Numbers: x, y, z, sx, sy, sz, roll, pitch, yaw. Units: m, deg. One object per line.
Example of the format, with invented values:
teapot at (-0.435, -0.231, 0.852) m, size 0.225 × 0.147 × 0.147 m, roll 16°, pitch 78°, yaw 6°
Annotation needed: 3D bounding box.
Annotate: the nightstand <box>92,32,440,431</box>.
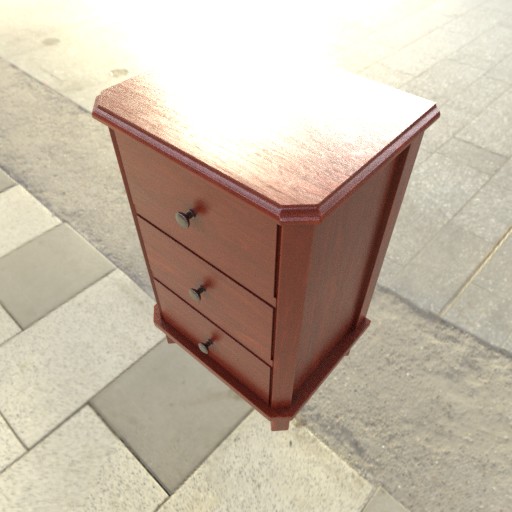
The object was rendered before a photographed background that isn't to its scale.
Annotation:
nightstand at (0.000, 0.000, 0.915) m, size 0.435 × 0.681 × 0.351 m, roll 32°, pitch 55°, yaw 26°
